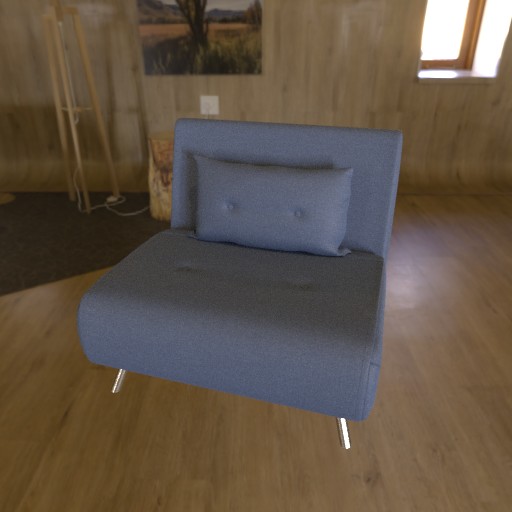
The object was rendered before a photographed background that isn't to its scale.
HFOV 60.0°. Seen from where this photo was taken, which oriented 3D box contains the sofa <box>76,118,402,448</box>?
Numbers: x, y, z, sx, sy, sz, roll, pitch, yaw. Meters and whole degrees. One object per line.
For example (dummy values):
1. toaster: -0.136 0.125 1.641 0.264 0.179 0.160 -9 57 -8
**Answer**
1. sofa: 0.000 0.000 1.724 0.999 0.860 0.996 8 28 15
